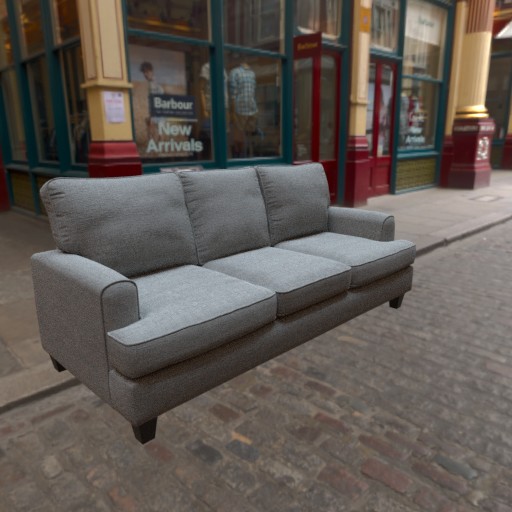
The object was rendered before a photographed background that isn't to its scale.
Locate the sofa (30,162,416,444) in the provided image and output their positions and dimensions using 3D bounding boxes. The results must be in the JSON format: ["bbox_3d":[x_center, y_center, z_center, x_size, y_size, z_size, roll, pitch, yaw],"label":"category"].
[{"bbox_3d":[0.000,0.000,2.542,2.158,0.965,0.951,-14,21,-43],"label":"sofa"}]
